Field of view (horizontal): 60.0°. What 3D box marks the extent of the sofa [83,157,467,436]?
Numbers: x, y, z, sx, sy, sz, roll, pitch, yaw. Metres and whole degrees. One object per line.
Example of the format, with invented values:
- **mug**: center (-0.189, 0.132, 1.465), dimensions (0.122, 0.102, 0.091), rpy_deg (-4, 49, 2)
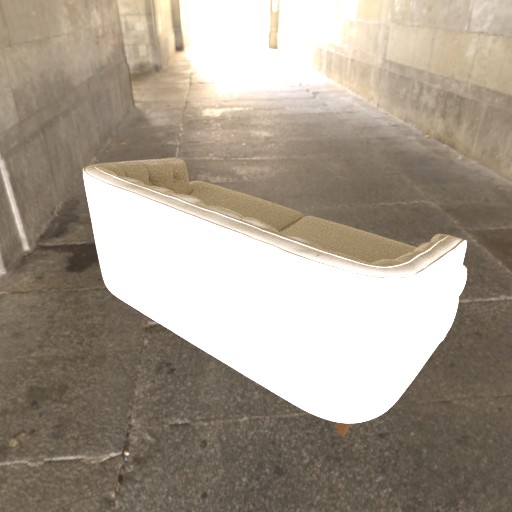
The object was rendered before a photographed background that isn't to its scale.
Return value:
- **sofa**: center (0.000, 0.000, 2.179), dimensions (1.733, 0.855, 0.941), rpy_deg (22, 36, 33)
